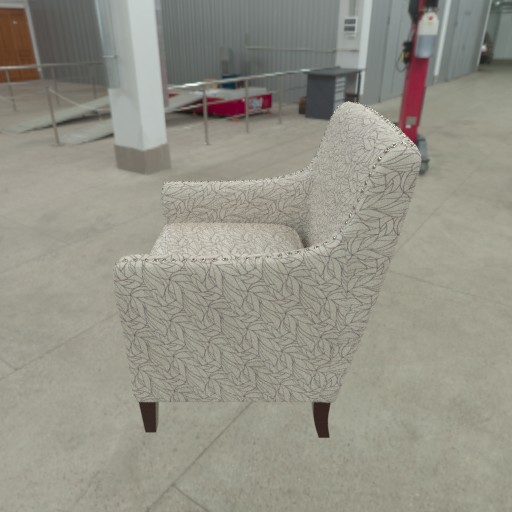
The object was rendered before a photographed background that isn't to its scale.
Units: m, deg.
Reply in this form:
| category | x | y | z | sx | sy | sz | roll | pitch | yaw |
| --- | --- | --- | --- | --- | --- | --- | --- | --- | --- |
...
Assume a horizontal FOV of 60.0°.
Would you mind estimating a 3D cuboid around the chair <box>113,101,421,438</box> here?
| category | x | y | z | sx | sy | sz | roll | pitch | yaw |
| --- | --- | --- | --- | --- | --- | --- | --- | --- | --- |
| chair | 0.000 | 0.000 | 1.301 | 0.651 | 0.816 | 0.623 | 0 | 27 | 0 |
